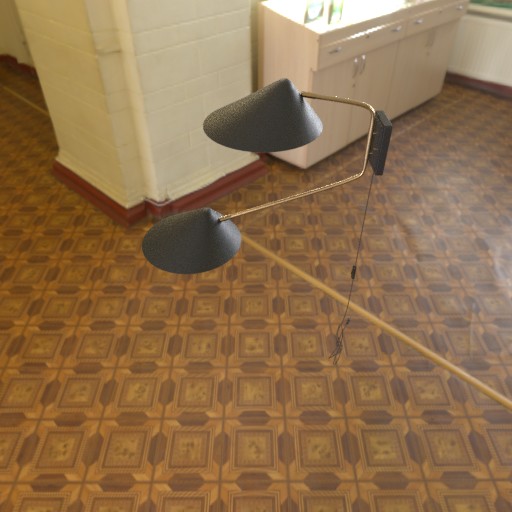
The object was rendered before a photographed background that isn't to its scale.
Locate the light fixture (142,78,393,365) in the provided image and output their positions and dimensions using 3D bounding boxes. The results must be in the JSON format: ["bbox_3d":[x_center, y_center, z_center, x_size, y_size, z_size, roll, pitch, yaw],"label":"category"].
[{"bbox_3d":[0.000,0.000,0.853,0.422,0.665,0.189,0,40,0],"label":"light fixture"}]
